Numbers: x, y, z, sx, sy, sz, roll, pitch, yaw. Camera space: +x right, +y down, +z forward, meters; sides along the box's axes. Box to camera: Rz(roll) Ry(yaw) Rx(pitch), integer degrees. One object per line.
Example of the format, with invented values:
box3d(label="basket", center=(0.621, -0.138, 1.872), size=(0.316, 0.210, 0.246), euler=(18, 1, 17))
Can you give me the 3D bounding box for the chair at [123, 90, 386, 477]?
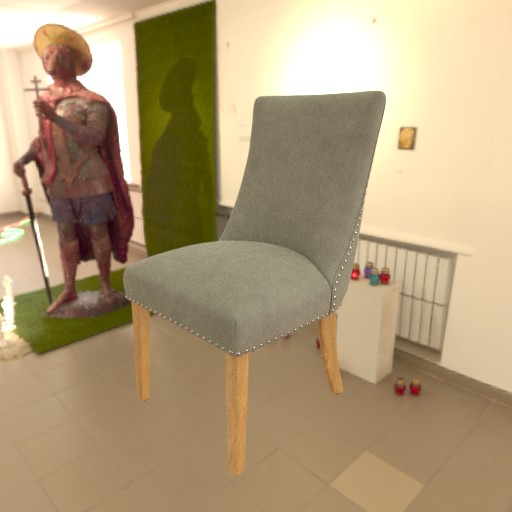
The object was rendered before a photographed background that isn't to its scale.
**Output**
box3d(label="chair", center=(0.000, 0.000, 1.280), size=(0.610, 0.902, 0.495), euler=(-16, 24, -42))
